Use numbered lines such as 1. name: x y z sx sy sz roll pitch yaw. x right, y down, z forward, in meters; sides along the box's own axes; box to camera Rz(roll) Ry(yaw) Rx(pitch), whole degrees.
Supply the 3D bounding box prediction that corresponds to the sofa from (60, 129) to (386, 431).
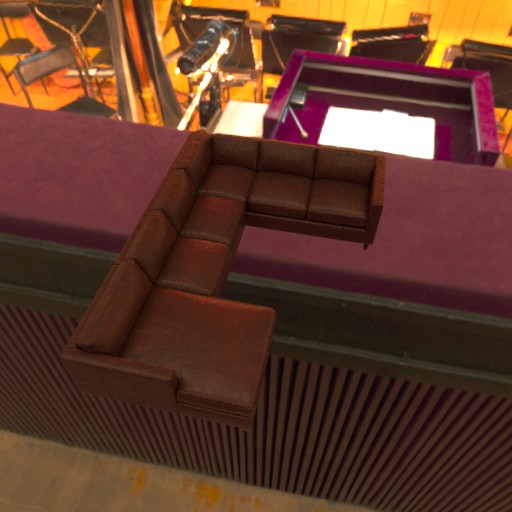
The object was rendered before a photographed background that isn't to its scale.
1. sofa: 0.000 0.000 4.610 2.452 0.891 3.324 9 48 8
